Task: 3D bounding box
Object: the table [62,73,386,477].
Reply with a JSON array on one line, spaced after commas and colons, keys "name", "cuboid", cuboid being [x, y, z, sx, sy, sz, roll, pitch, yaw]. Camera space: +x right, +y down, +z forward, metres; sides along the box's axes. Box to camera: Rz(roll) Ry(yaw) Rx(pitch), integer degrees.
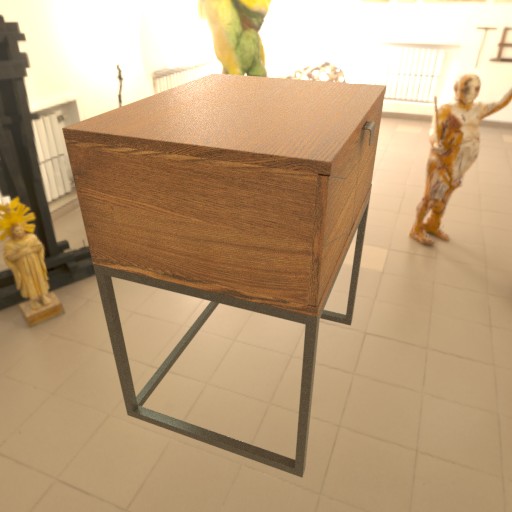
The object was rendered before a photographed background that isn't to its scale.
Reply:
[{"name": "table", "cuboid": [0.000, 0.000, 0.913, 0.400, 0.610, 0.482, 12, 33, 18]}]
